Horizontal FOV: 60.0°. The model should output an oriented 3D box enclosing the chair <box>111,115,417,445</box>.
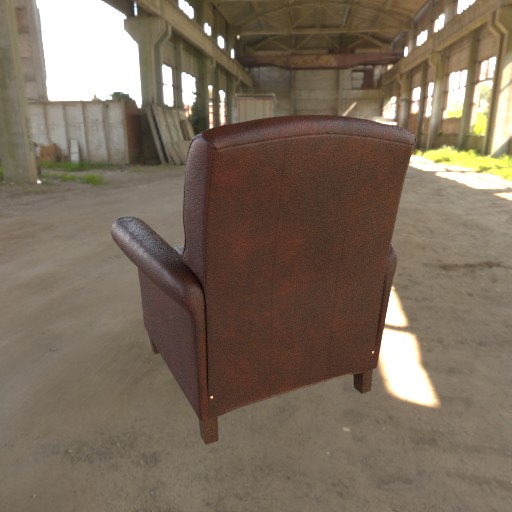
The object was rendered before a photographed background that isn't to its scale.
[{"bbox_3d":[0.000,0.000,1.779,0.978,1.061,0.902,-8,18,-25],"label":"chair"}]
